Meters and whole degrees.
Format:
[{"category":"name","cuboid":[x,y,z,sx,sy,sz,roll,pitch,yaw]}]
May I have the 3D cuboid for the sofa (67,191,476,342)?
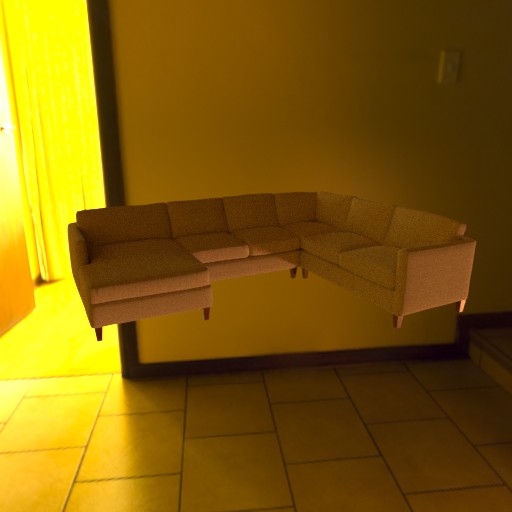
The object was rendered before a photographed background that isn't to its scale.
[{"category":"sofa","cuboid":[0.000,0.000,4.631,3.460,0.961,2.594,-8,18,-26]}]
